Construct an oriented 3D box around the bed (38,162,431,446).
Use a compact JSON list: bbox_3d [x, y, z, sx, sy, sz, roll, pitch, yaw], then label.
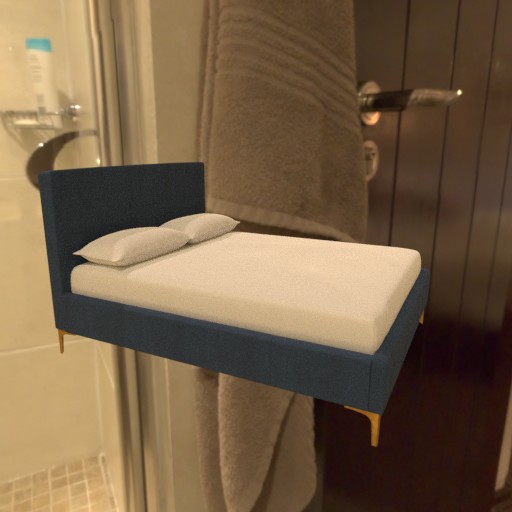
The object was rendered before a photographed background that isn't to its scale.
[{"bbox_3d":[0.000,0.000,3.127,2.172,1.231,1.723,7,16,26],"label":"bed"}]
